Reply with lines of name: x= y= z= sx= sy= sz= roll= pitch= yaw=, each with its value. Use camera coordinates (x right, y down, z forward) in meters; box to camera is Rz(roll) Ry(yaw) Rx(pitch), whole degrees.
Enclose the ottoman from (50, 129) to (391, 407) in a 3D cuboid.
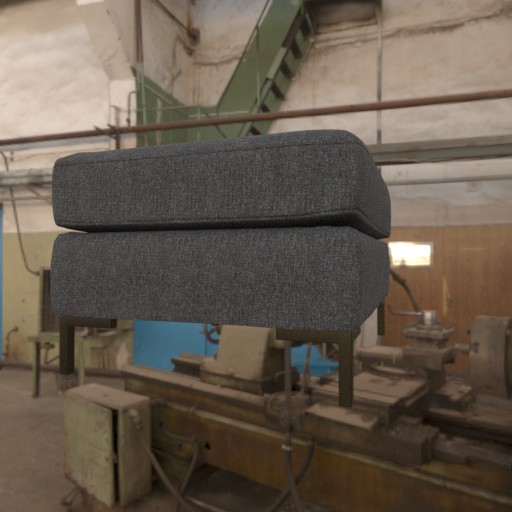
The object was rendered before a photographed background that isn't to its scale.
ottoman: x=0.000 y=0.000 z=1.253 sx=0.695 sy=0.533 sz=0.831 roll=0 pitch=0 yaw=20
